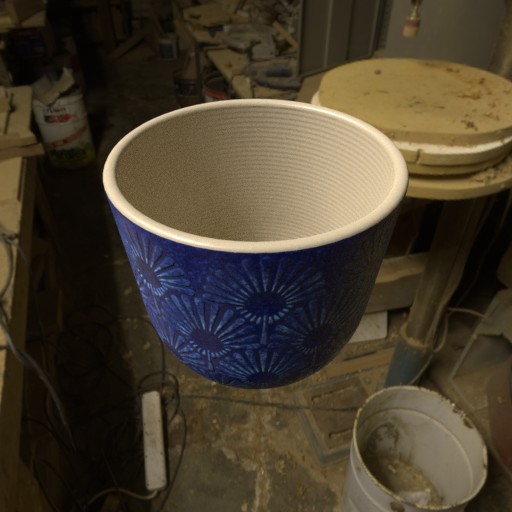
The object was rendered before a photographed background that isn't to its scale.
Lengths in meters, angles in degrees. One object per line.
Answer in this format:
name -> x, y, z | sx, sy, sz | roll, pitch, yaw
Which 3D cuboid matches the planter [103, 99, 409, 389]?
planter -> 0.000, 0.000, 0.302 | 0.170, 0.153, 0.170 | 0, 41, 0
